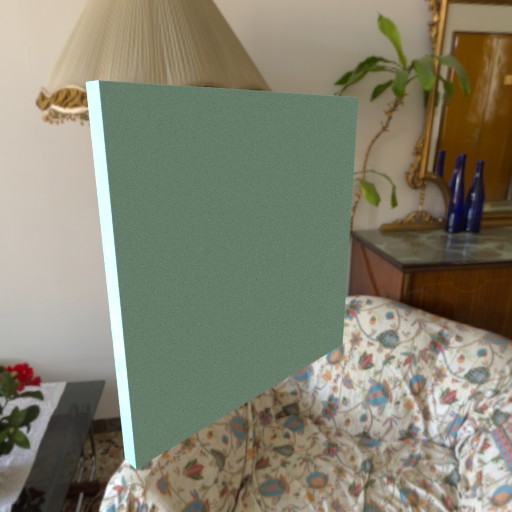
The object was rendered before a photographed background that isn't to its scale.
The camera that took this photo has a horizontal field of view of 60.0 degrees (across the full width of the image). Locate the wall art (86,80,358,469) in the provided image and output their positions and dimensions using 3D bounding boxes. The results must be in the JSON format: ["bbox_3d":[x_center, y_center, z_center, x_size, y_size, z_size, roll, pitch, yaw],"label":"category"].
[{"bbox_3d":[0.000,0.000,0.865,0.036,0.603,0.603,16,23,42],"label":"wall art"}]
